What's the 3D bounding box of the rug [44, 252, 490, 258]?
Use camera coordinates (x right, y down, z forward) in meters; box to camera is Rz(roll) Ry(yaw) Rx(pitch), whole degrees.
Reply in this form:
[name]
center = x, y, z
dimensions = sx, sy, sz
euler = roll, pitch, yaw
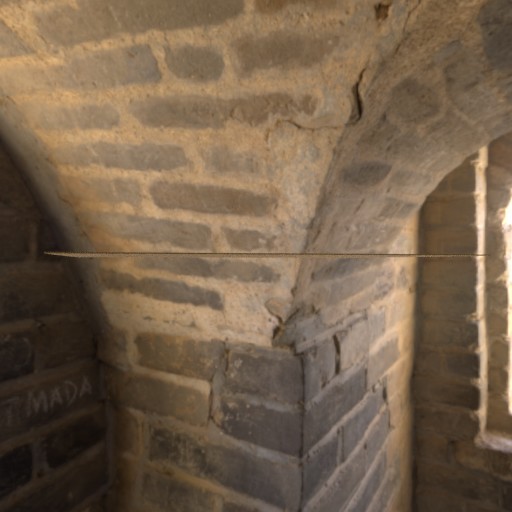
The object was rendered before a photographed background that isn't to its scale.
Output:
[rug]
center = 0.000, 0.000, 2.882
dimensions = 2.286, 0.006, 1.524
euler = 0, -1, -17
